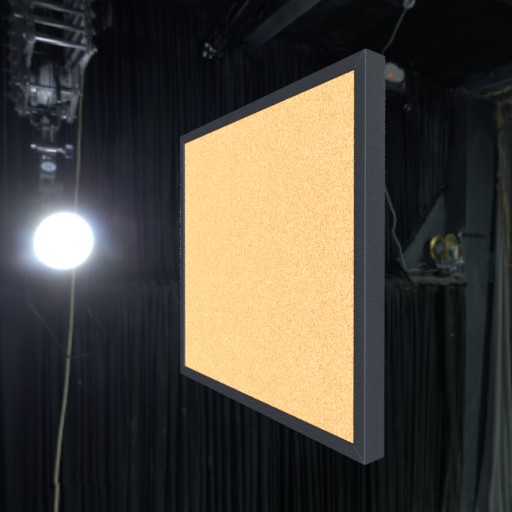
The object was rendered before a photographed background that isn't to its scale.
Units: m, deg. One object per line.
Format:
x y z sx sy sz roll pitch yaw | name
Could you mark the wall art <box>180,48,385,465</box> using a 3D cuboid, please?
0.000 0.000 0.756 0.037 0.508 0.508 0 1 -36 | wall art
